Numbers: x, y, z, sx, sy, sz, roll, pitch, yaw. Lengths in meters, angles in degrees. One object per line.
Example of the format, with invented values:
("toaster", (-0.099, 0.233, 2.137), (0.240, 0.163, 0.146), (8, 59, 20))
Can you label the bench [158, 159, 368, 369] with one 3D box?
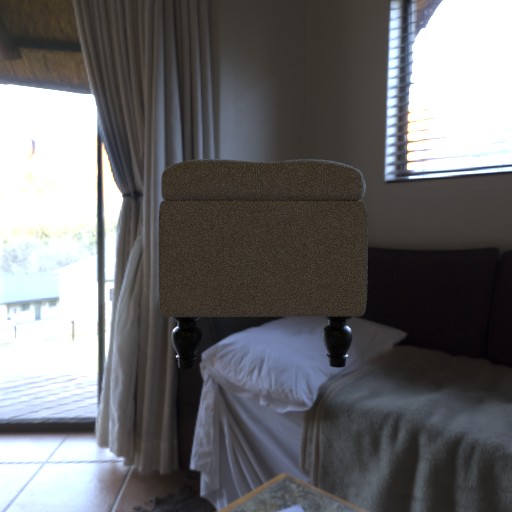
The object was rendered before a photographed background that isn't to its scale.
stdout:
("bench", (0.000, 0.000, 1.681), (0.455, 0.467, 1.480), (0, 1, -1))
